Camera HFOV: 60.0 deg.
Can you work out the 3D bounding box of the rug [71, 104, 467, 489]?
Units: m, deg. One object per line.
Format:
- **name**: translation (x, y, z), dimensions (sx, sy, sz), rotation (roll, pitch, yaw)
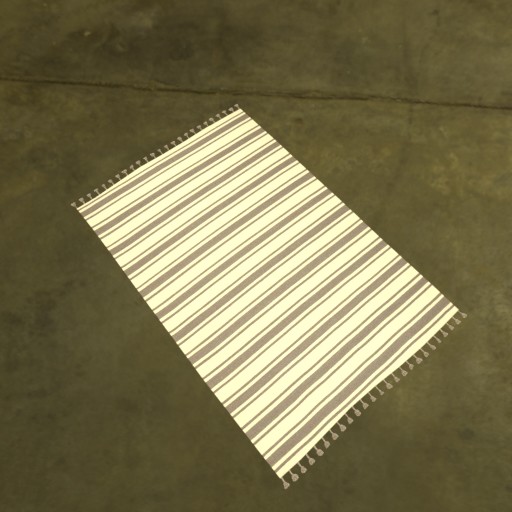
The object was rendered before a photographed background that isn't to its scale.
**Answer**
- **rug**: translation (0.000, 0.000, 3.058), dimensions (1.563, 0.014, 2.425), rotation (-36, 69, -17)
